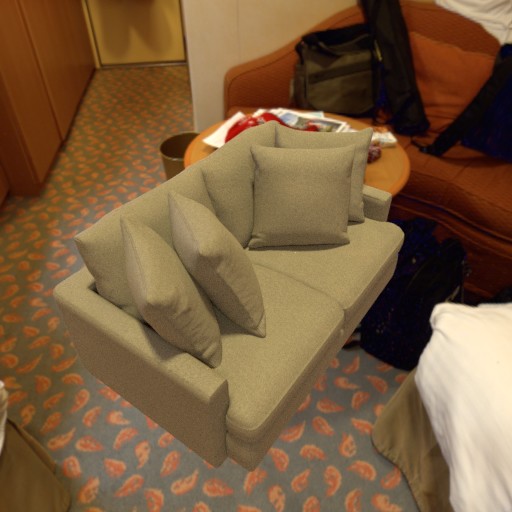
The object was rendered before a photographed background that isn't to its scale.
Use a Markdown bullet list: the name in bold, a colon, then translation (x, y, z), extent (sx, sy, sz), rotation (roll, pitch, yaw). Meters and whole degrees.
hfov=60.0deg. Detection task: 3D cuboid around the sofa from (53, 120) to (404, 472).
- **sofa**: translation (0.000, 0.000, 2.589), extent (1.228, 1.080, 1.869), rotation (25, 46, 27)
